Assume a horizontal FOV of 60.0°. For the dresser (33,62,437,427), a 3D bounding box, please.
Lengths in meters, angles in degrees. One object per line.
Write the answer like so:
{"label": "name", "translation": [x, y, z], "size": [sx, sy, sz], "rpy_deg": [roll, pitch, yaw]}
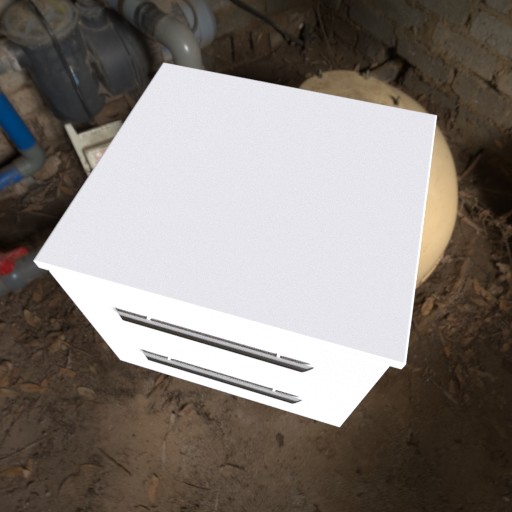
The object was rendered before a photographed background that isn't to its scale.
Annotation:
{"label": "dresser", "translation": [0.000, 0.000, 0.730], "size": [0.430, 0.360, 0.400], "rpy_deg": [14, 59, 9]}
